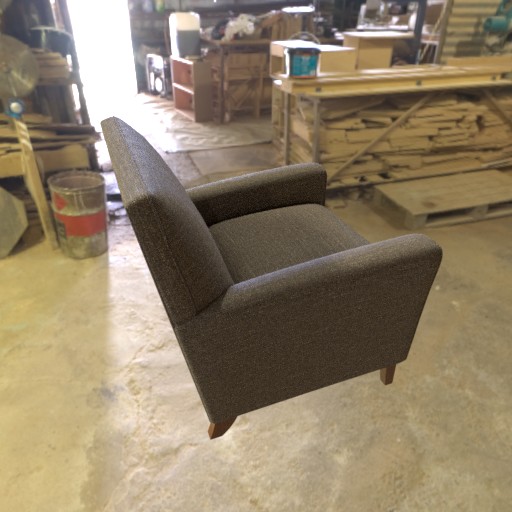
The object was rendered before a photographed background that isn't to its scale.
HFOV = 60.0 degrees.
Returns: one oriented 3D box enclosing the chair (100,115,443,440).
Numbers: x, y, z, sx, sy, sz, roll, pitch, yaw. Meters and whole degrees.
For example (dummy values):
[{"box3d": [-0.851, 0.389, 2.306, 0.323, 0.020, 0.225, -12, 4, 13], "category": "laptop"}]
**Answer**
[{"box3d": [0.000, 0.000, 1.582, 0.875, 0.885, 0.838, -11, 32, -18], "category": "chair"}]
